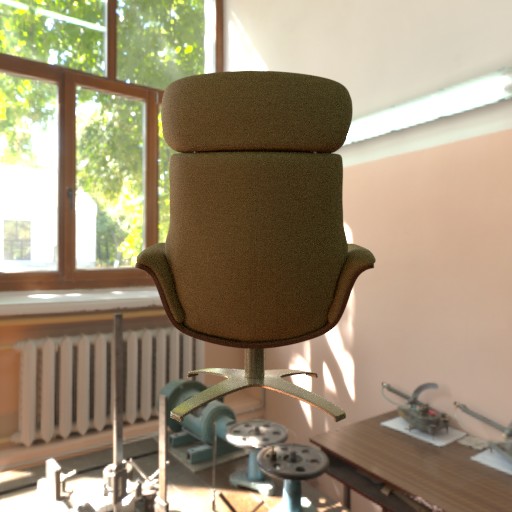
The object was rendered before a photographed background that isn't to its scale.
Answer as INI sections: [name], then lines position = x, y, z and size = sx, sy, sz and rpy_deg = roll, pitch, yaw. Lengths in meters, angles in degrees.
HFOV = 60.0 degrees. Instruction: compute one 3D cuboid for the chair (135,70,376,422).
[chair]
position = 0.000, 0.000, 1.563
size = 0.785, 0.995, 0.837
rpy_deg = 0, 0, 0
